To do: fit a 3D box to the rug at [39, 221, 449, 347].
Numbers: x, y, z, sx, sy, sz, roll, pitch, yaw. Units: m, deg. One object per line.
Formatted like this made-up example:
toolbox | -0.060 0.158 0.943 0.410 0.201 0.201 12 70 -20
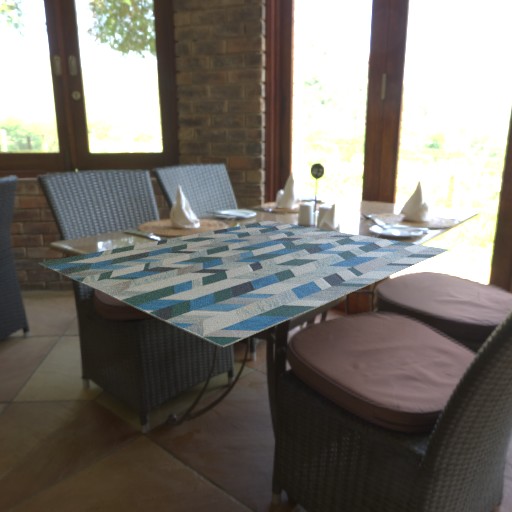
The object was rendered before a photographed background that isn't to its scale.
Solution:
rug | 0.000 0.000 4.166 2.440 0.008 3.036 13 19 42
